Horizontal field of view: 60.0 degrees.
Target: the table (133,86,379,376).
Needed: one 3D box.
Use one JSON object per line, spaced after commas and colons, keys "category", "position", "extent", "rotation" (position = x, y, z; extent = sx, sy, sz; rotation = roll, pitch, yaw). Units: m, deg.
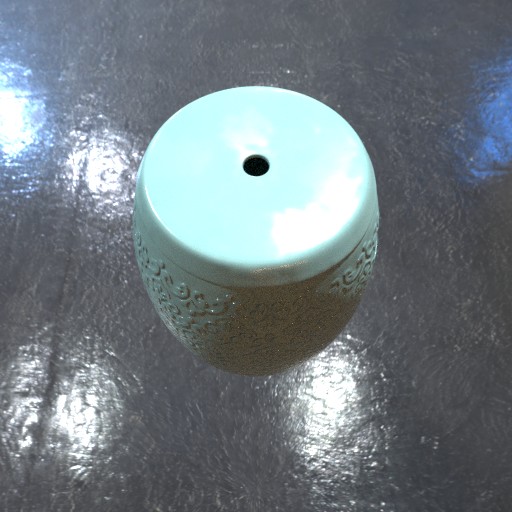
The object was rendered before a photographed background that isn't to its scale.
{"category": "table", "position": [0.000, 0.000, 0.622], "extent": [0.309, 0.397, 0.309], "rotation": [0, 62, 0]}
